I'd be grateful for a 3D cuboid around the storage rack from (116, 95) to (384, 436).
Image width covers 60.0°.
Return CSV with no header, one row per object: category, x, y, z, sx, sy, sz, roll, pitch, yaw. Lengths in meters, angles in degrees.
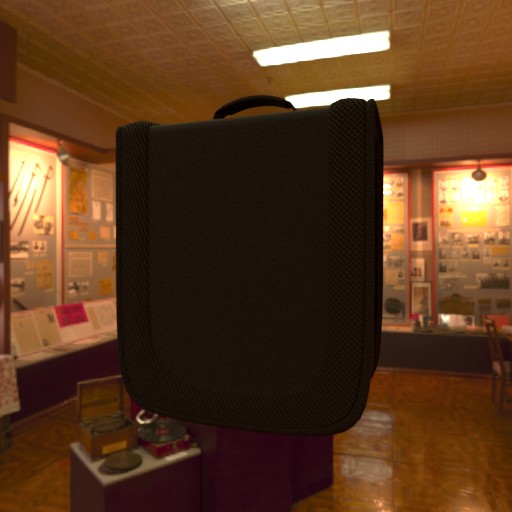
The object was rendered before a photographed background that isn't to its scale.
storage rack,0.000,0.000,0.552,0.297,0.387,0.168,0,0,19
